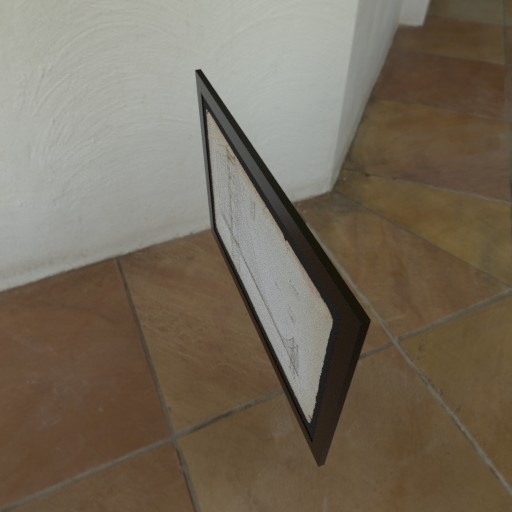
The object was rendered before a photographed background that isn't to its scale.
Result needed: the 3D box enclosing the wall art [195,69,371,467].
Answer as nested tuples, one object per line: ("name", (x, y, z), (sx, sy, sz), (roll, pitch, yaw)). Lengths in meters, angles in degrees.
("wall art", (0.000, 0.000, 0.847), (0.013, 0.447, 0.660), (-15, 49, -14))
